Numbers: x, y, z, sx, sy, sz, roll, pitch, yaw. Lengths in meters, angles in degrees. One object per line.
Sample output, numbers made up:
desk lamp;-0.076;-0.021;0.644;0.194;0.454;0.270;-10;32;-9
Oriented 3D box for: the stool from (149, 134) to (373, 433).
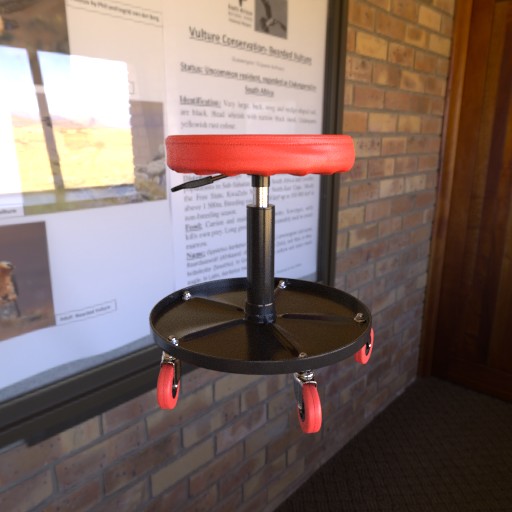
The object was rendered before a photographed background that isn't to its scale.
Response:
stool;0.000;0.000;0.694;0.382;0.365;0.381;3;15;11
